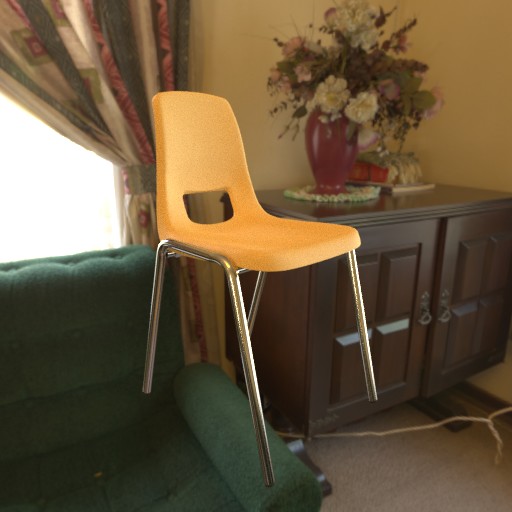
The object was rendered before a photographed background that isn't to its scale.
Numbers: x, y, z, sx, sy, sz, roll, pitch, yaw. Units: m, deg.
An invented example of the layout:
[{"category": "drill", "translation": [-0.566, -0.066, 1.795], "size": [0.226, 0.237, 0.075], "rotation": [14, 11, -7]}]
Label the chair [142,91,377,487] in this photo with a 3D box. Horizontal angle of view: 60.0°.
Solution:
[{"category": "chair", "translation": [0.000, 0.000, 0.968], "size": [0.436, 0.704, 0.381], "rotation": [14, 20, 42]}]
